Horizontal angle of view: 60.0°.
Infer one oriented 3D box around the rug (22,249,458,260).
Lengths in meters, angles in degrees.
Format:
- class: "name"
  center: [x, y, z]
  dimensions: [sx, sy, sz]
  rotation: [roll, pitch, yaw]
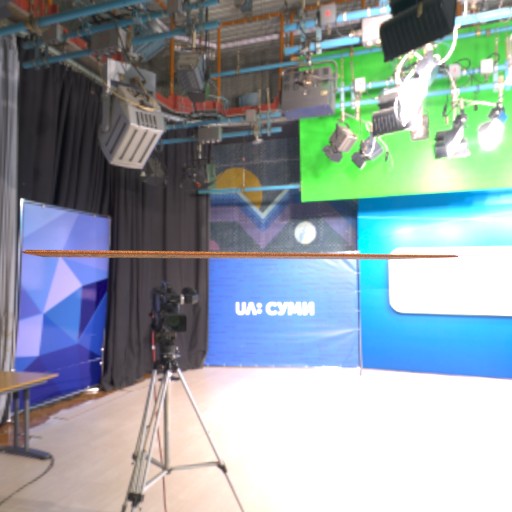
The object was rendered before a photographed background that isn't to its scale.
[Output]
- class: "rug"
  center: [0.000, 0.000, 2.508]
  dimensions: [2.274, 0.016, 0.651]
  rotation: [1, -2, -19]
